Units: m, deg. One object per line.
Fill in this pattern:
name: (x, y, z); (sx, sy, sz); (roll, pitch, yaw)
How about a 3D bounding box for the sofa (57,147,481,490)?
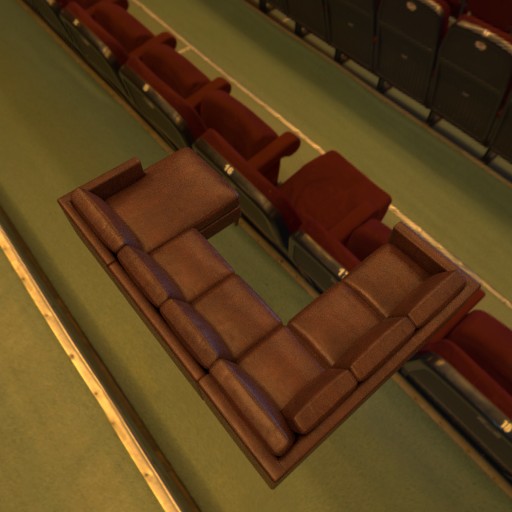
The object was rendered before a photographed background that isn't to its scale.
sofa: (0.000, 0.000, 4.425); (2.452, 0.891, 3.324); (-35, 64, -20)
